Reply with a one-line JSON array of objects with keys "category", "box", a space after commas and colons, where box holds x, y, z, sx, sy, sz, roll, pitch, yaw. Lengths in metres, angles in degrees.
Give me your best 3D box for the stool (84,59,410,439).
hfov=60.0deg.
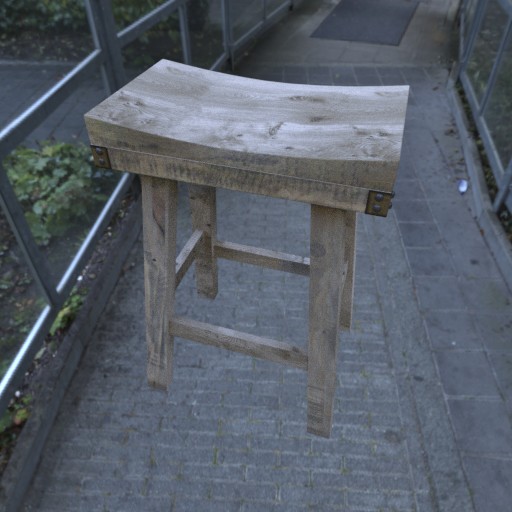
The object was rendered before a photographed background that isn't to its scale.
[{"category": "stool", "box": [0.000, 0.000, 0.883, 0.450, 0.635, 0.330, 12, 43, 13]}]
